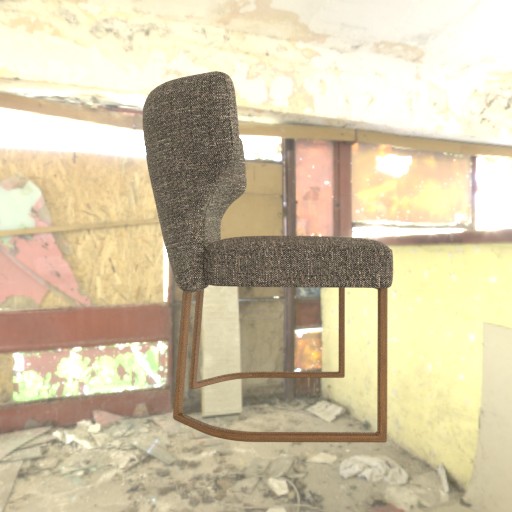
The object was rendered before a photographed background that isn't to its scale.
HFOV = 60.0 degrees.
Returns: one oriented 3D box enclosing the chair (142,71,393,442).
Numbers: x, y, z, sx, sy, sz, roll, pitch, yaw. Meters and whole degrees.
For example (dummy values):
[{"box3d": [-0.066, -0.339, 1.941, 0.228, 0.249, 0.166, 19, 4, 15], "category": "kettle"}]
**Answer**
[{"box3d": [0.000, 0.000, 1.239, 0.617, 0.824, 0.611, 0, 1, 1], "category": "chair"}]
